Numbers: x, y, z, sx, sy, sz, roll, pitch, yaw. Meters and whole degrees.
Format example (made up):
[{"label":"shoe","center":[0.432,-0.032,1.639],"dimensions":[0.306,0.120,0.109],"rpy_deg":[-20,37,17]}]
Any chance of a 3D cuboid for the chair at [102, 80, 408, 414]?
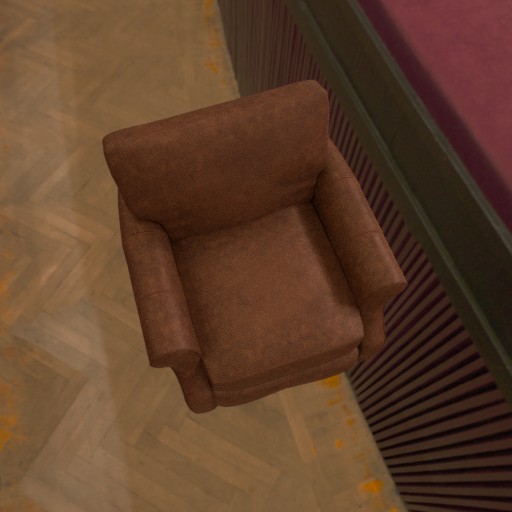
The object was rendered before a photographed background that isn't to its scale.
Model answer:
[{"label":"chair","center":[0.000,0.000,1.810],"dimensions":[0.996,0.976,1.002],"rpy_deg":[-16,64,-8]}]
